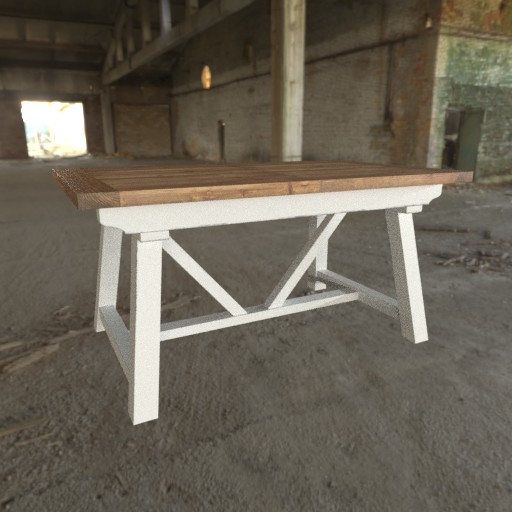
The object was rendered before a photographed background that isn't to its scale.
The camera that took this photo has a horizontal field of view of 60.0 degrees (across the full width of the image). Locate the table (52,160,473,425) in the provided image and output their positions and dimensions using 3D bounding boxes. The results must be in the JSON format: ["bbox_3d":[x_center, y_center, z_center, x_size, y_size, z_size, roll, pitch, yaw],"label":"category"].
[{"bbox_3d":[0.000,0.000,1.951,1.503,0.743,0.922,-8,17,-26],"label":"table"}]
